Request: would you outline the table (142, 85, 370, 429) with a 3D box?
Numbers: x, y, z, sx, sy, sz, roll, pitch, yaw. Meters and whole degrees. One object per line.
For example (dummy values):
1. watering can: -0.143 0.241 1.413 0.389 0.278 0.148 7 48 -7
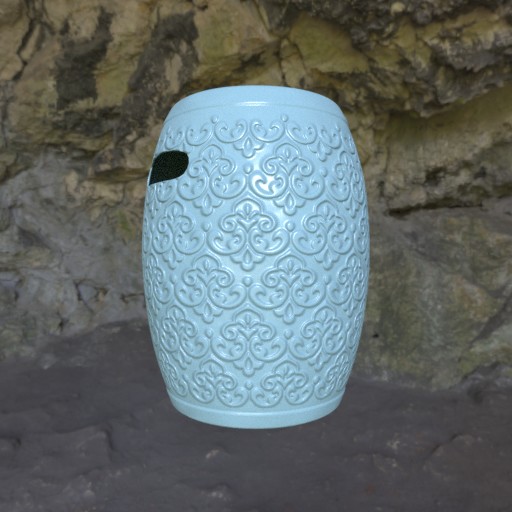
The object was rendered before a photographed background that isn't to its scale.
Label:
1. table: 0.000 0.000 0.621 0.309 0.397 0.309 0 2 0
